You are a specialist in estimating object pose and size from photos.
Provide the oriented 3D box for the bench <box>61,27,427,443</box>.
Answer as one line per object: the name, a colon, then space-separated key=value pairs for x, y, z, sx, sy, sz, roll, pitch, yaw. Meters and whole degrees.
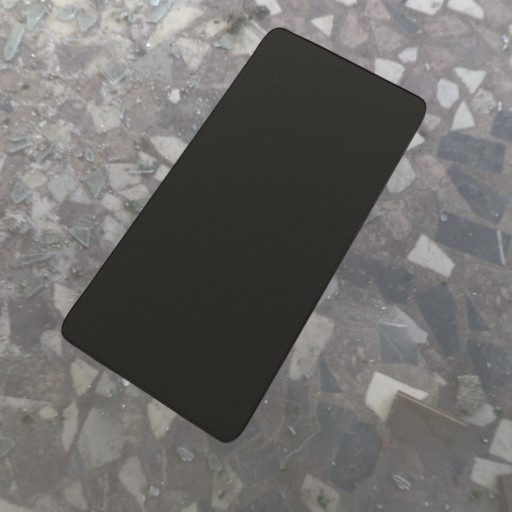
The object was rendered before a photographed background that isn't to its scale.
bench: x=0.000 y=0.000 z=0.929 sx=0.300 sy=0.561 sz=0.600 roll=31 pitch=78 yaw=7
